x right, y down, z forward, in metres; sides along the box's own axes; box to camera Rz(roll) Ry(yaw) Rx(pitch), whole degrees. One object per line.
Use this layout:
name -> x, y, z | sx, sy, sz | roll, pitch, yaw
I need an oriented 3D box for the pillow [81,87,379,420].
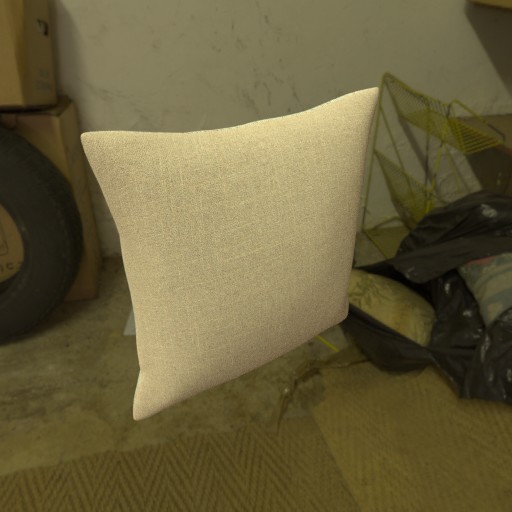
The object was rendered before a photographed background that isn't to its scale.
pillow -> 0.000, 0.000, 0.768 | 0.512, 0.506, 0.178 | -19, 36, -29
